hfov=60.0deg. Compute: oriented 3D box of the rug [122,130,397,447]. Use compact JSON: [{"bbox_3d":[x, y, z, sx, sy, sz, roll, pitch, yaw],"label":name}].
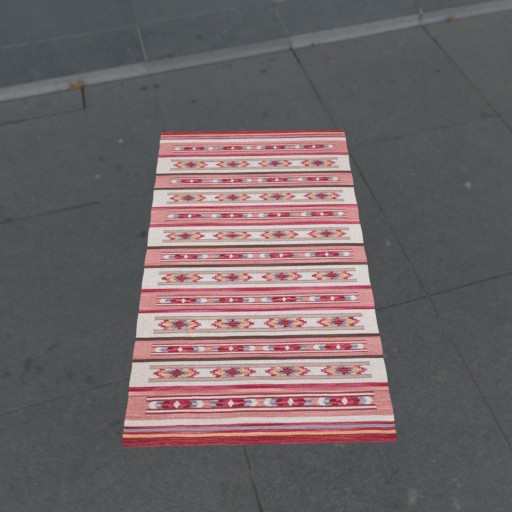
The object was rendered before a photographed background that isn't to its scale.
[{"bbox_3d":[0.000,0.000,3.081,1.535,0.010,2.431,-1,59,-1],"label":"rug"}]
